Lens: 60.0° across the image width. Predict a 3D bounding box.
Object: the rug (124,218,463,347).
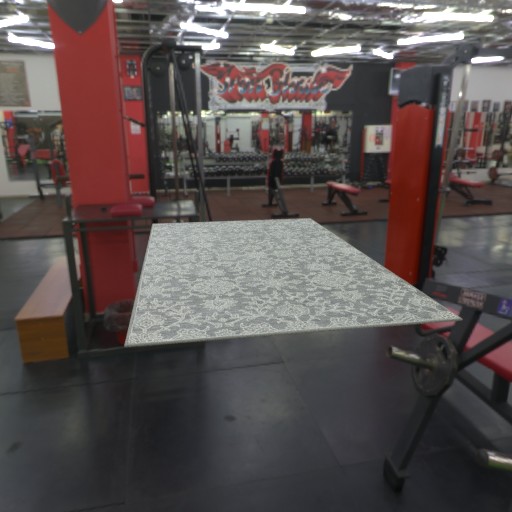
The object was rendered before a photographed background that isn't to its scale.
[{"bbox_3d":[0.000,0.000,3.074,1.515,0.010,2.430,-3,16,-10],"label":"rug"}]
